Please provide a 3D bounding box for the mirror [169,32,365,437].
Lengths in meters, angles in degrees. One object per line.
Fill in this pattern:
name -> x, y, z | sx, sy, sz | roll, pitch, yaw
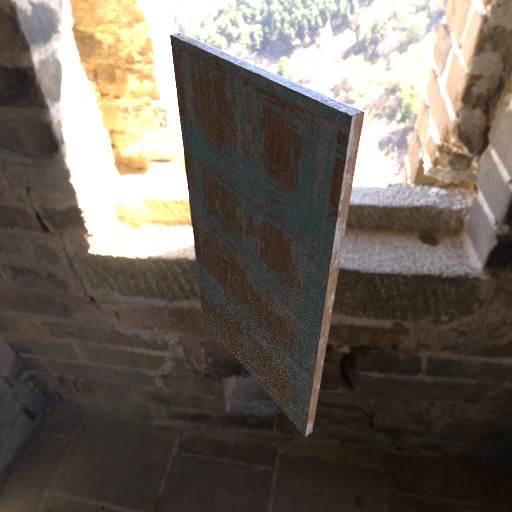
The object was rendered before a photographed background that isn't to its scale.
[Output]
mirror -> 0.000, 0.000, 1.457 | 0.083, 1.213, 0.707 | -26, 47, -27
